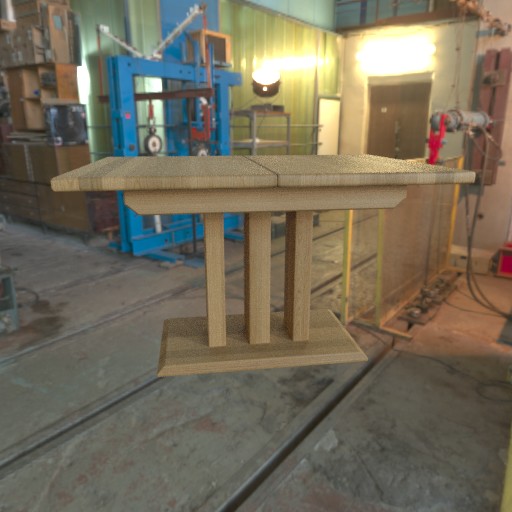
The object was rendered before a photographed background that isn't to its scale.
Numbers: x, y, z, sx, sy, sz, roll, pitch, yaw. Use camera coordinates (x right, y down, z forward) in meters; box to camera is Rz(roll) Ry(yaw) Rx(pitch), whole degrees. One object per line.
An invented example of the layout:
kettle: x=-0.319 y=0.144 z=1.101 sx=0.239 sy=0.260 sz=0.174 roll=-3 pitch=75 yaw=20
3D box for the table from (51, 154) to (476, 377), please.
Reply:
table: x=0.000 y=0.000 z=1.864 sx=1.300 sy=0.770 sz=0.900 roll=-2 pitch=17 yaw=-8
